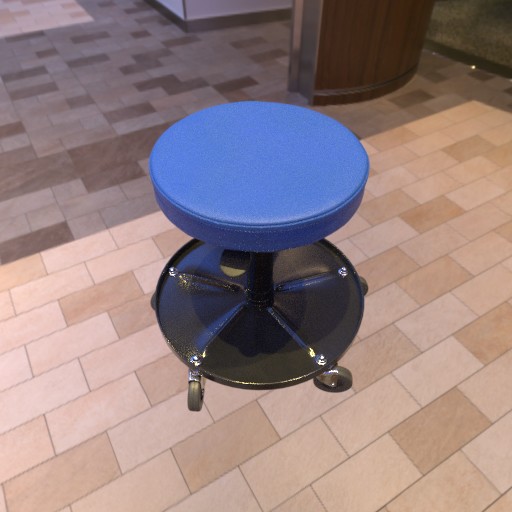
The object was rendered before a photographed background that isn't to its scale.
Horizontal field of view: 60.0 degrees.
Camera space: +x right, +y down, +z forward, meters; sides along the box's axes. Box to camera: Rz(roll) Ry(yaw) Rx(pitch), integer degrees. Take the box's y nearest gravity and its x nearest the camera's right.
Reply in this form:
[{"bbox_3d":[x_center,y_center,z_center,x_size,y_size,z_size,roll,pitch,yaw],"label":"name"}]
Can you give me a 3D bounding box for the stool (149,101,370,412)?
[{"bbox_3d":[0.000,0.000,0.676,0.381,0.365,0.382,10,47,9],"label":"stool"}]
